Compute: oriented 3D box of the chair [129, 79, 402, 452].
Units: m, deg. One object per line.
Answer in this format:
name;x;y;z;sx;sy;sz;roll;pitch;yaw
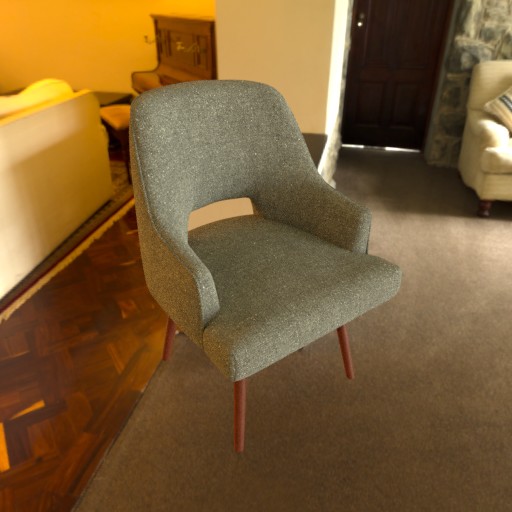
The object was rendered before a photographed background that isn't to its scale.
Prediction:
chair;0.000;0.000;1.280;0.608;0.875;0.629;-21;36;-31
